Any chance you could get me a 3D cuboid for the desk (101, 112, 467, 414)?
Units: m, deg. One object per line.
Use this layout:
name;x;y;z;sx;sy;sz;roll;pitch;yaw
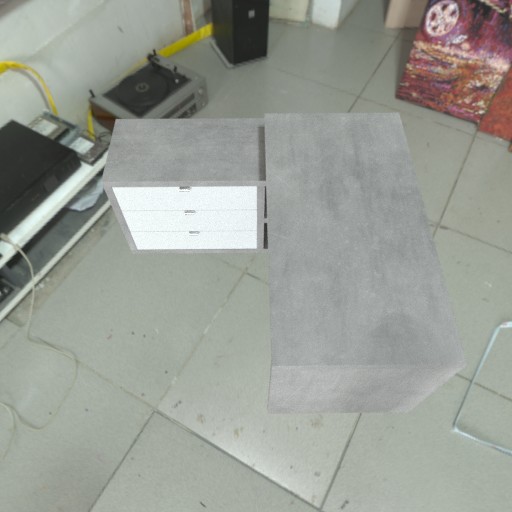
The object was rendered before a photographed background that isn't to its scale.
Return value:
desk;0.000;0.000;2.269;1.500;0.740;1.400;0;58;0
